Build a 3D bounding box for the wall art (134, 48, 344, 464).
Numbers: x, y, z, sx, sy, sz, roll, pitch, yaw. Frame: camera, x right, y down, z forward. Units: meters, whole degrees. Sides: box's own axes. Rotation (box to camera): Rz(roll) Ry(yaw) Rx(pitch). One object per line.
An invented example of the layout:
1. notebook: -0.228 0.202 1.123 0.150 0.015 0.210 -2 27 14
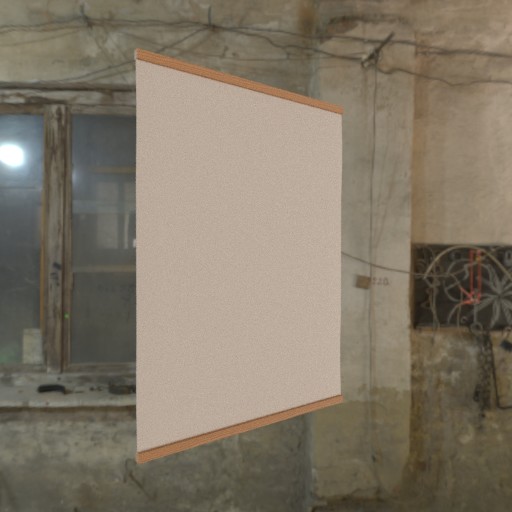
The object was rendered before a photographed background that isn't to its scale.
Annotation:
1. wall art: 0.000 0.000 1.314 0.739 1.016 0.020 -1 1 -37
